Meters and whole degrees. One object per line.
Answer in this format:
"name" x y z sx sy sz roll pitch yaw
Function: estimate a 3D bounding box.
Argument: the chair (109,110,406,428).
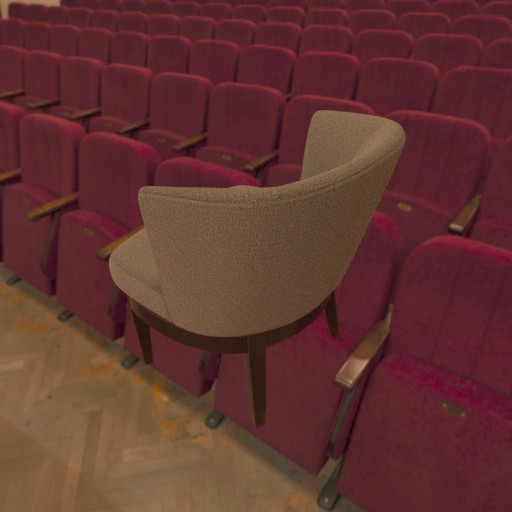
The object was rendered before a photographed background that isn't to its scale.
"chair" 0.000 0.000 1.271 0.660 0.760 0.700 23 40 30
